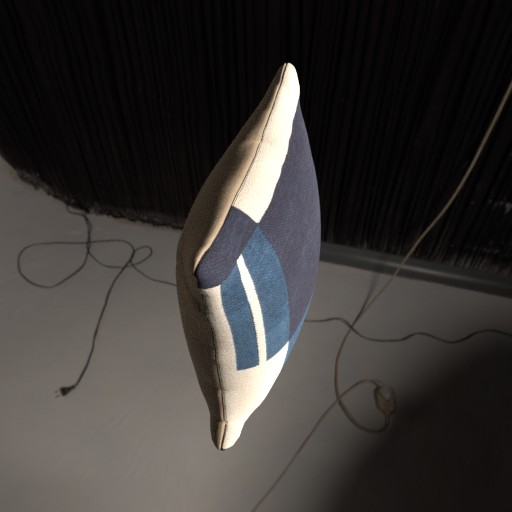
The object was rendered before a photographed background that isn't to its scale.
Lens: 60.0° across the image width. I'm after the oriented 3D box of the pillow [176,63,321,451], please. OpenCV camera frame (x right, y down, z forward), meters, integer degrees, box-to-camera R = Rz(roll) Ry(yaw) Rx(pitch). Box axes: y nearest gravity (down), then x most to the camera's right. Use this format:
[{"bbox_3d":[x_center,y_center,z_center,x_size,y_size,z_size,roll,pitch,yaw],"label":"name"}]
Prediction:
[{"bbox_3d":[0.000,0.000,0.812,0.229,0.506,0.536,10,47,10],"label":"pillow"}]
